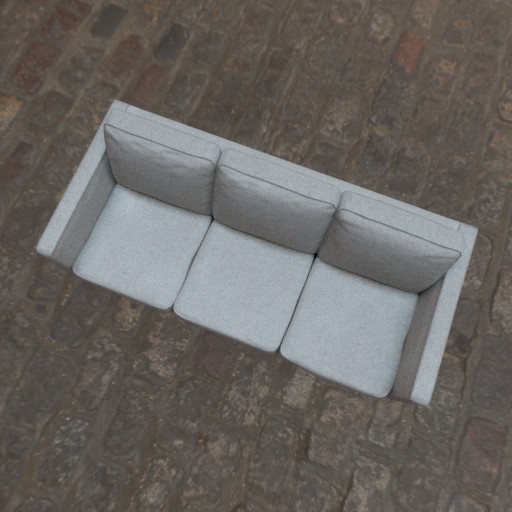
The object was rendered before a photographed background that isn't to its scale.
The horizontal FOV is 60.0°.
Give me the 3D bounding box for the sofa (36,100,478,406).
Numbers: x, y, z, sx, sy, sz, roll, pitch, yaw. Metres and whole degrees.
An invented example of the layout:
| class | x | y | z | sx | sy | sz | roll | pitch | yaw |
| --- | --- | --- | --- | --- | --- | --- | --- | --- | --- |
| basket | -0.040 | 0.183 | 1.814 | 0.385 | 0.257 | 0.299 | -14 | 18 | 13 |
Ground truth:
| class | x | y | z | sx | sy | sz | roll | pitch | yaw |
| --- | --- | --- | --- | --- | --- | --- | --- | --- | --- |
| sofa | 0.000 | 0.000 | 2.395 | 1.983 | 0.918 | 0.944 | 21 | 77 | 5 |
